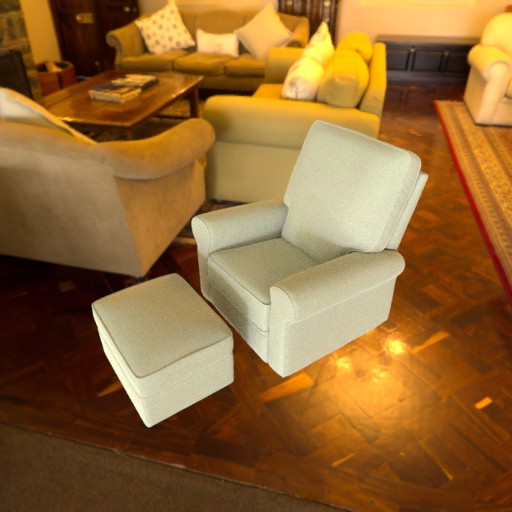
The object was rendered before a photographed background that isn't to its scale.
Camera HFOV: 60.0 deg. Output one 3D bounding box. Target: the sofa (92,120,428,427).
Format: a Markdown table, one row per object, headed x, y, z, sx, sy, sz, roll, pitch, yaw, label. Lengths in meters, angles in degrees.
| x | y | z | sx | sy | sz | roll | pitch | yaw | label |
| --- | --- | --- | --- | --- | --- | --- | --- | --- | --- |
| 0.000 | 0.000 | 2.107 | 1.478 | 0.959 | 0.880 | -21 | 39 | -28 | sofa |
